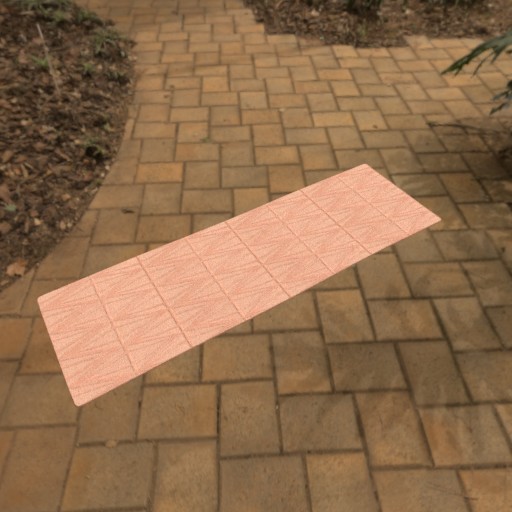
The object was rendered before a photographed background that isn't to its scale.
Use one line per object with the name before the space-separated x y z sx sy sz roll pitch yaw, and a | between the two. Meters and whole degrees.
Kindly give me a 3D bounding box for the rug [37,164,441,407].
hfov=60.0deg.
rug | 0.000 0.000 2.701 2.435 0.015 0.760 -25 51 -21
